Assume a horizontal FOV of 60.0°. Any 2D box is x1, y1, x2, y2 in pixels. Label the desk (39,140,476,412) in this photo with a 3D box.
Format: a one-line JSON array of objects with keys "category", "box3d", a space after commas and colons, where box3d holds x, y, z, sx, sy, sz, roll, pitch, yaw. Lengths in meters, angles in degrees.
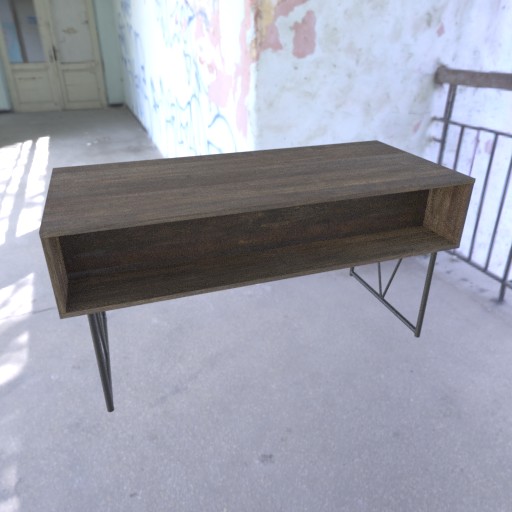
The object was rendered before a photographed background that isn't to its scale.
[{"category": "desk", "box3d": [0.000, 0.000, 2.017, 1.600, 0.780, 0.730, -9, 29, -17]}]
